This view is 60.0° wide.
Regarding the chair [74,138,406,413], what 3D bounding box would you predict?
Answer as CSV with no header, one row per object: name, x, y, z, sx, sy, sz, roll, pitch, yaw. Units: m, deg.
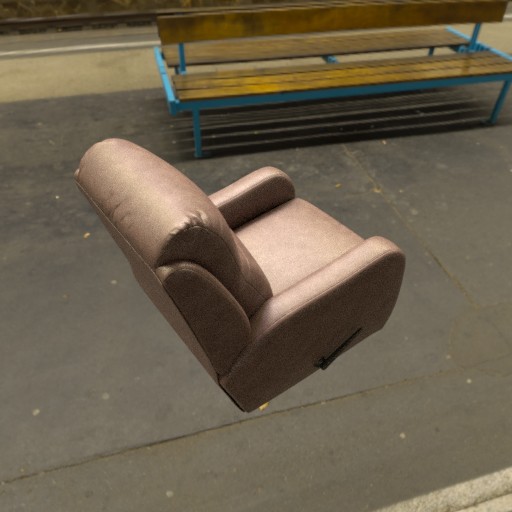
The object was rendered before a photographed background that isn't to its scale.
chair,0.000,0.000,1.826,1.067,1.067,0.865,-26,48,-27
